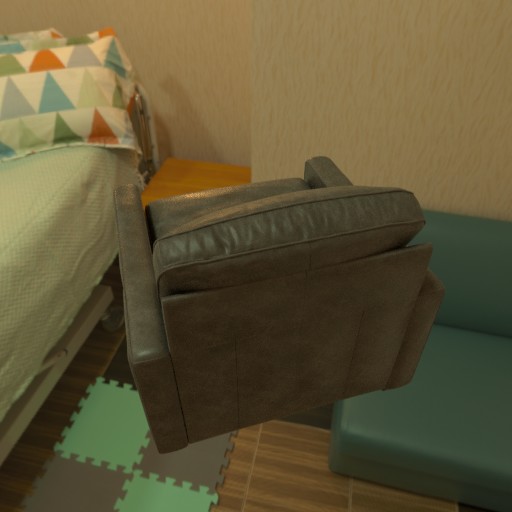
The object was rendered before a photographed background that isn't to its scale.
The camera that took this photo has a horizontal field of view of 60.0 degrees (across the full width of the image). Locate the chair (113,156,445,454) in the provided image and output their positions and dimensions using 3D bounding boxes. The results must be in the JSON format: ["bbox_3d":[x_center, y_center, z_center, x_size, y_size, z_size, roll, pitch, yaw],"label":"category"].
[{"bbox_3d":[0.000,0.000,1.698,1.006,0.916,0.939,-11,41,-13],"label":"chair"}]
